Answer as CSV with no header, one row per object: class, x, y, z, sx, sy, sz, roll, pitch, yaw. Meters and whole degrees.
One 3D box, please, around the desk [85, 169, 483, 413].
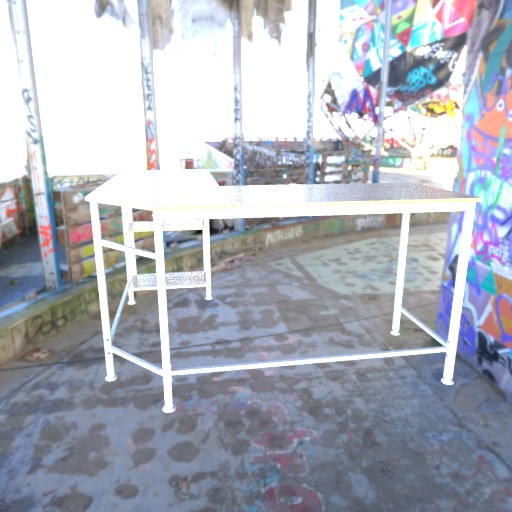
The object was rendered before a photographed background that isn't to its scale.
desk,0.000,0.000,2.196,1.379,0.739,1.379,-3,16,-9
